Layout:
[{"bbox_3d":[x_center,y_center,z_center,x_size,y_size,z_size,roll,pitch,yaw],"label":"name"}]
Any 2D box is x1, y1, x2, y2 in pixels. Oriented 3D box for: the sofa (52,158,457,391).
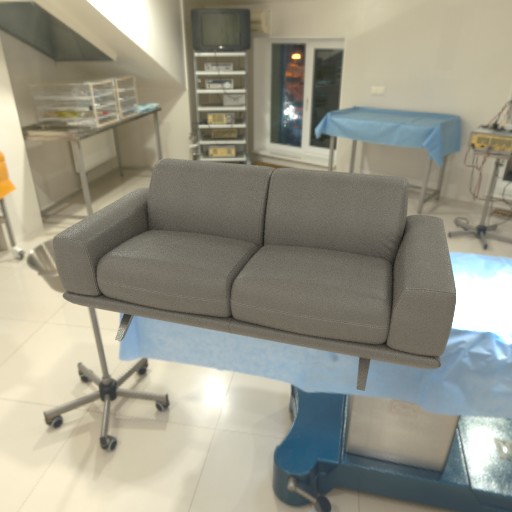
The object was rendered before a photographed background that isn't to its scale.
[{"bbox_3d":[0.000,0.000,2.381,1.901,0.772,0.900,8,27,15],"label":"sofa"}]
